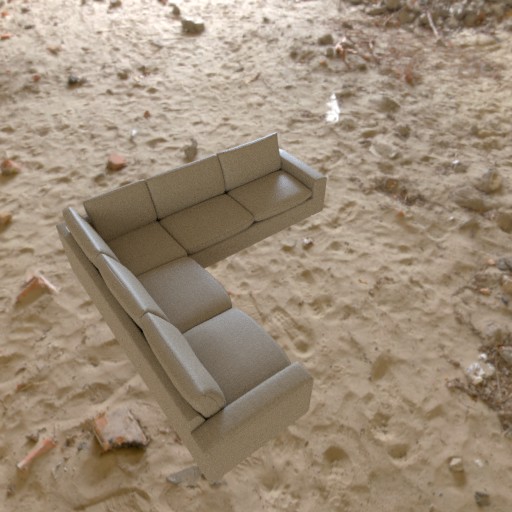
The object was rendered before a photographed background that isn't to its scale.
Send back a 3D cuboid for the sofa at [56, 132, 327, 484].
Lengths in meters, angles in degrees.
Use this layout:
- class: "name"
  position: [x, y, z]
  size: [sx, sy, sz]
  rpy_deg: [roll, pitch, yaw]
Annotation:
- class: "sofa"
  position: [0.000, 0.000, 4.094]
  size: [2.742, 0.800, 2.622]
  rpy_deg: [-27, 49, -26]
